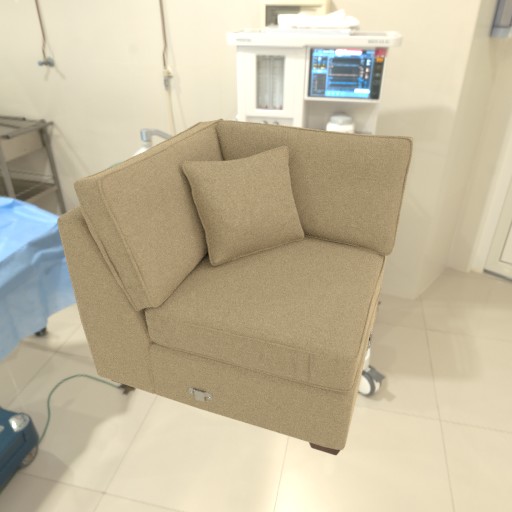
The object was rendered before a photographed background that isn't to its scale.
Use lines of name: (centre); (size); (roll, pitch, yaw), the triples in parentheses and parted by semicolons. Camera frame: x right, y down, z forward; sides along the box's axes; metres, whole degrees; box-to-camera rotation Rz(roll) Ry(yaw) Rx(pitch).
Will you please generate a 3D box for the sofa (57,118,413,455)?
sofa: (0.000, 0.000, 1.965); (1.146, 1.002, 1.084); (10, 32, 17)
